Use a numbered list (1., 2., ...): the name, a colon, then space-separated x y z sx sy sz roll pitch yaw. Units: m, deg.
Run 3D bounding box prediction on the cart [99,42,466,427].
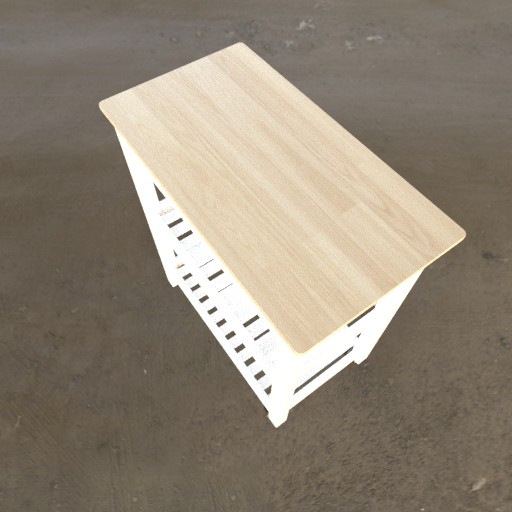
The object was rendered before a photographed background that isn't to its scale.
1. cart: 0.000 0.000 1.448 0.457 0.927 0.899 -32 63 -18
